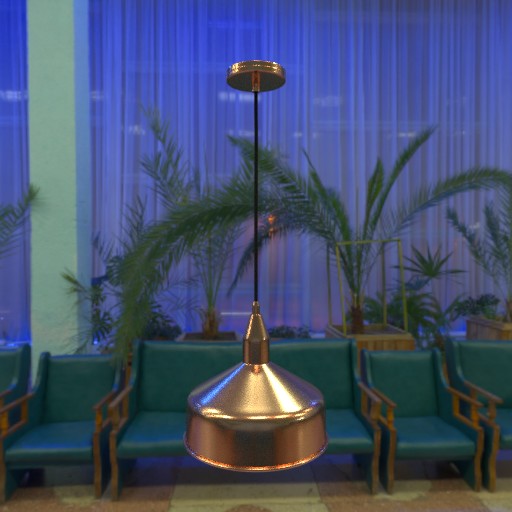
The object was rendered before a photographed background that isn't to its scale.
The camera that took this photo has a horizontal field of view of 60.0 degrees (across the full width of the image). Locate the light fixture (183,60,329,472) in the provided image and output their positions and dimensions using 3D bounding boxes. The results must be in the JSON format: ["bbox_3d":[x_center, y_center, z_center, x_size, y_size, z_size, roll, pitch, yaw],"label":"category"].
[{"bbox_3d":[0.000,0.000,0.919,0.301,0.754,0.301,0,1,-1],"label":"light fixture"}]
